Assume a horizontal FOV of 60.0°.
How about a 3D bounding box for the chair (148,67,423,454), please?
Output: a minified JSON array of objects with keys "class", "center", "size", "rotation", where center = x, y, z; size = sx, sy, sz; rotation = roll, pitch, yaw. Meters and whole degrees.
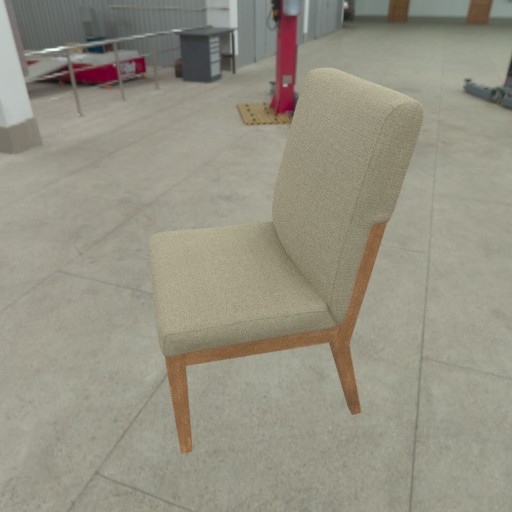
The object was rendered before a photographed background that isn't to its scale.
[{"class":"chair","center":[0.000,0.000,1.240],"size":[0.586,0.911,0.507],"rotation":[-8,32,-13]}]
